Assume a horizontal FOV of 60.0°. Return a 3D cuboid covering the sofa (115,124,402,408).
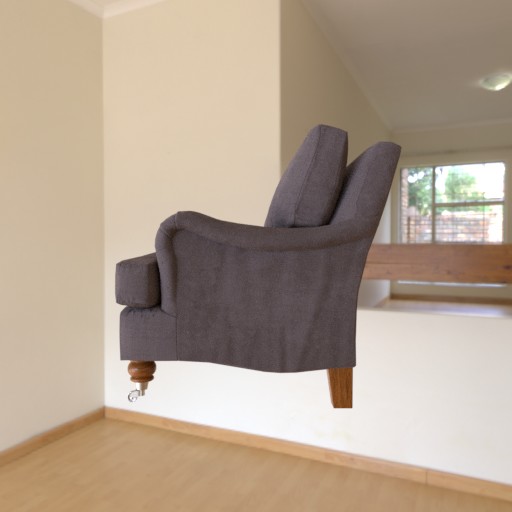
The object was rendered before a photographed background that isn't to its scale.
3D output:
[{"bbox_3d":[0.000,0.000,2.674,1.086,1.087,2.165,0,2,0],"label":"sofa"}]
